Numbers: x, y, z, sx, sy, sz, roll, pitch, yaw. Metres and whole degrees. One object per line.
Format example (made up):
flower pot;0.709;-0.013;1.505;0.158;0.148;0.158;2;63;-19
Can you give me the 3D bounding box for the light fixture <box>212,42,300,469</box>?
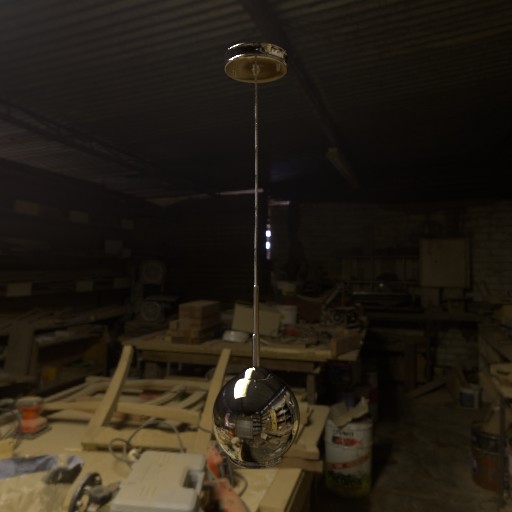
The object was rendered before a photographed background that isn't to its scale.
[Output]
light fixture;0.000;0.000;1.709;0.336;1.538;0.336;0;-1;18
